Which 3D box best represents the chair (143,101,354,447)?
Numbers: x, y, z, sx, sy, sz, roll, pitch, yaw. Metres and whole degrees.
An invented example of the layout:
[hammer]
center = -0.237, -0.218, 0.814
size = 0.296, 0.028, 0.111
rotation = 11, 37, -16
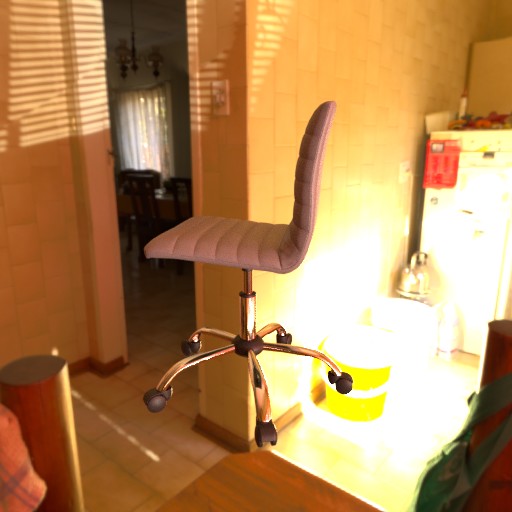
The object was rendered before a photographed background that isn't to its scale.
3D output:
[chair]
center = 0.000, 0.000, 1.166
size = 0.542, 0.750, 0.569
rotation = 2, 14, 8
